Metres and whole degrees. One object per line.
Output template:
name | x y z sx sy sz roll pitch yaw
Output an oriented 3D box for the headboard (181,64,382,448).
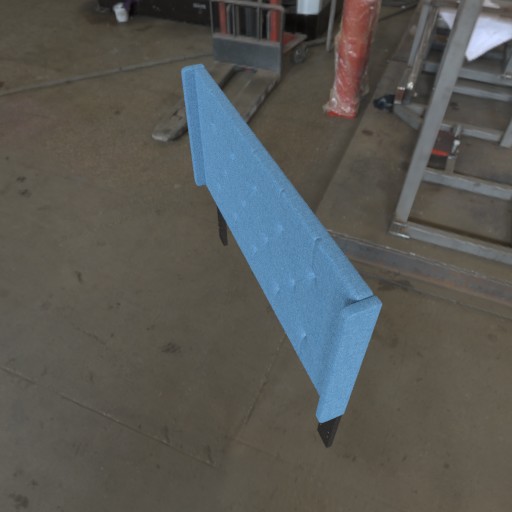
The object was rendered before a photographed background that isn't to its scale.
headboard | 0.000 0.000 2.727 0.184 1.524 2.051 -17 50 -15
